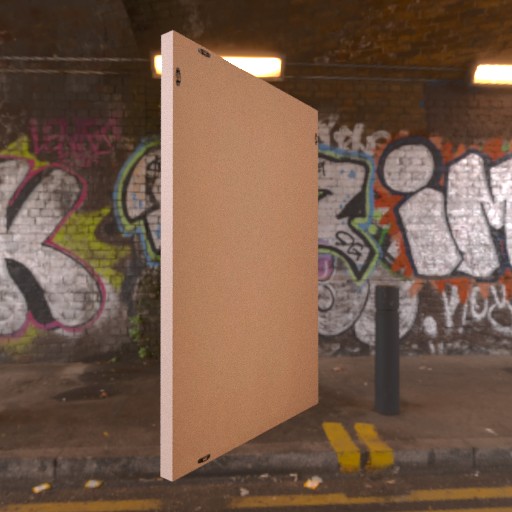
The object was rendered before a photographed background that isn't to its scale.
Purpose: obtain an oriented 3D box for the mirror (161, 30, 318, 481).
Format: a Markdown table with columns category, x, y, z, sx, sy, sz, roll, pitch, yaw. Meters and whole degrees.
| category | x | y | z | sx | sy | sz | roll | pitch | yaw |
| --- | --- | --- | --- | --- | --- | --- | --- | --- | --- |
| mirror | 0.000 | 0.000 | 1.151 | 0.041 | 0.915 | 0.609 | 0 | -1 | 37 |
